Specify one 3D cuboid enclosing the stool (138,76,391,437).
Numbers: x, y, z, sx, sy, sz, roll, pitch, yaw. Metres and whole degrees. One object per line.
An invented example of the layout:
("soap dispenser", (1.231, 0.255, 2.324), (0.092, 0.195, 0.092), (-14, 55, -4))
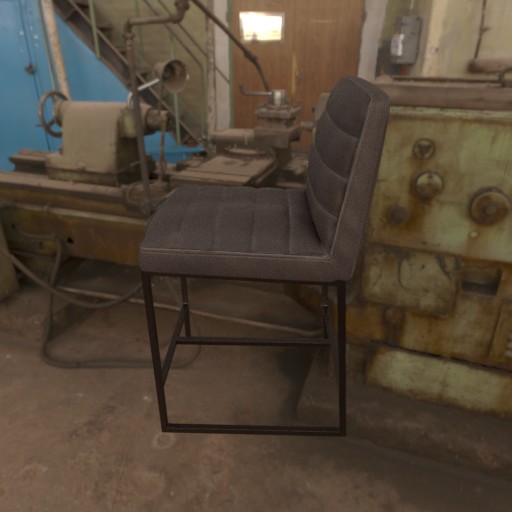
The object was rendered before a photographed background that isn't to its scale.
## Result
("stool", (0.000, 0.000, 1.273), (0.562, 0.946, 0.463), (1, 27, 1))
